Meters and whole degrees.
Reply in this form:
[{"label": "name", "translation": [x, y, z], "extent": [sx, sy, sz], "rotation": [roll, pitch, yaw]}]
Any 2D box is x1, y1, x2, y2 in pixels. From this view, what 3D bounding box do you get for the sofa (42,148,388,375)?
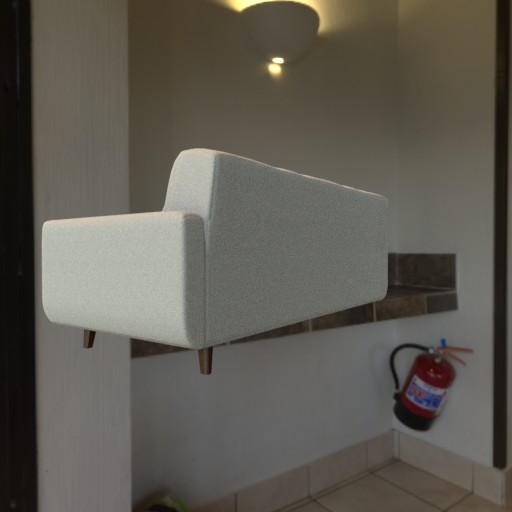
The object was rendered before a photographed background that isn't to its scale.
[{"label": "sofa", "translation": [0.000, 0.000, 2.664], "extent": [0.980, 0.892, 2.137], "rotation": [1, 1, 35]}]
